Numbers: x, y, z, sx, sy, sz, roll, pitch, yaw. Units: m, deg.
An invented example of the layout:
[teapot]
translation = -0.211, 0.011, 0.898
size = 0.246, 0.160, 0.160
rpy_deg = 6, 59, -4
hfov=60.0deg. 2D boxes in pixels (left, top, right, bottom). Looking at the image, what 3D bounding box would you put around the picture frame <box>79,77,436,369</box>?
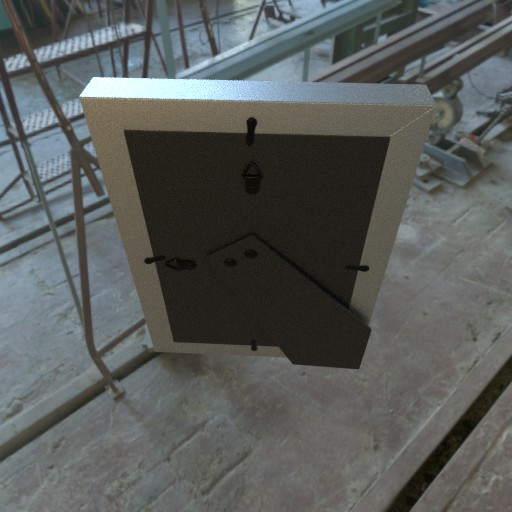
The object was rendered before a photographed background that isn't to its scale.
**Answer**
[picture frame]
translation = 0.000, 0.000, 0.273
size = 0.157, 0.208, 0.028
rpy_deg = 2, 46, 2
